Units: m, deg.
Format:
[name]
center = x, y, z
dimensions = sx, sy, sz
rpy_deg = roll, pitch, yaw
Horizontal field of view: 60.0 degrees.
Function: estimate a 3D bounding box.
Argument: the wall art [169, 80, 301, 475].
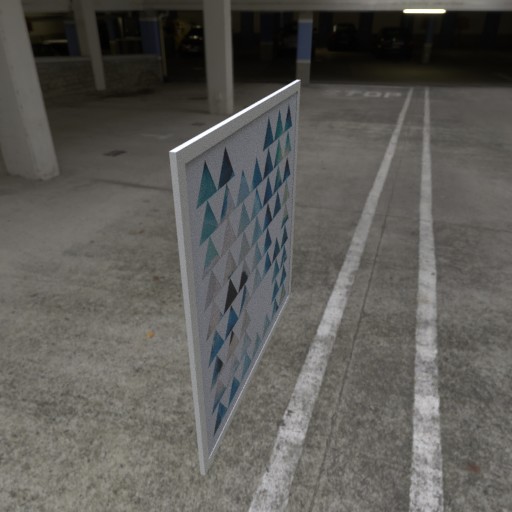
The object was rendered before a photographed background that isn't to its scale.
[wall art]
center = 0.000, 0.000, 0.692
dimensions = 0.007, 0.456, 0.456
rpy_deg = 10, 31, 16
